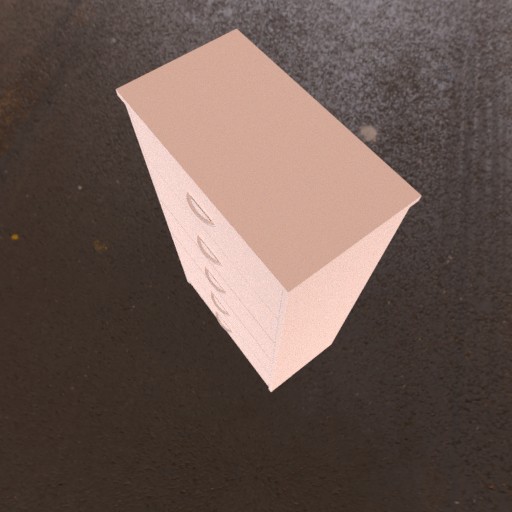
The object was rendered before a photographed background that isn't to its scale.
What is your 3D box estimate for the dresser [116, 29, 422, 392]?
[{"bbox_3d":[0.000,0.000,1.627,0.399,1.255,0.704,-34,68,-16],"label":"dresser"}]
